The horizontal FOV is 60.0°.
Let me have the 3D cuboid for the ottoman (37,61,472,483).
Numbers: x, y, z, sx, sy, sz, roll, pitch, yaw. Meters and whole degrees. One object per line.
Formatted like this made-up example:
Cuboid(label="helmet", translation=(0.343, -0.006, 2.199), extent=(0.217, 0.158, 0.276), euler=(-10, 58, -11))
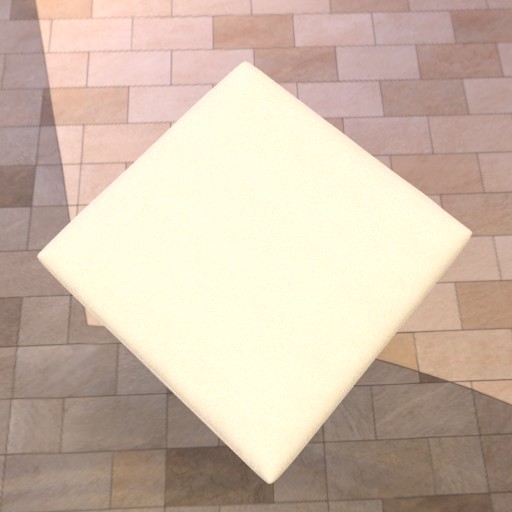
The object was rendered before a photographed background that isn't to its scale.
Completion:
Cuboid(label="ottoman", translation=(0.000, 0.000, 1.767), extent=(1.163, 0.482, 1.167), euler=(41, 78, 10))
